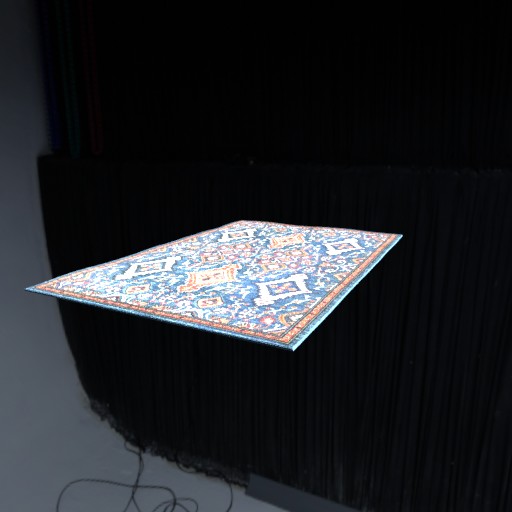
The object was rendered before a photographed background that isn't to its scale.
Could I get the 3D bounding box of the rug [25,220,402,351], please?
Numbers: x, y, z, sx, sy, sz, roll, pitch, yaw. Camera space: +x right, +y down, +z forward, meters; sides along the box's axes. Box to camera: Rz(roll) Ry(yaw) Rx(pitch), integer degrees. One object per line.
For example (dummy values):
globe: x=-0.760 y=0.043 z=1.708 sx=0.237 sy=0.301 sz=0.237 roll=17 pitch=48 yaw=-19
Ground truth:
rug: x=0.000 y=0.000 z=2.331 sx=1.195 sy=0.014 sz=1.847 roll=7 pitch=16 yaw=26
